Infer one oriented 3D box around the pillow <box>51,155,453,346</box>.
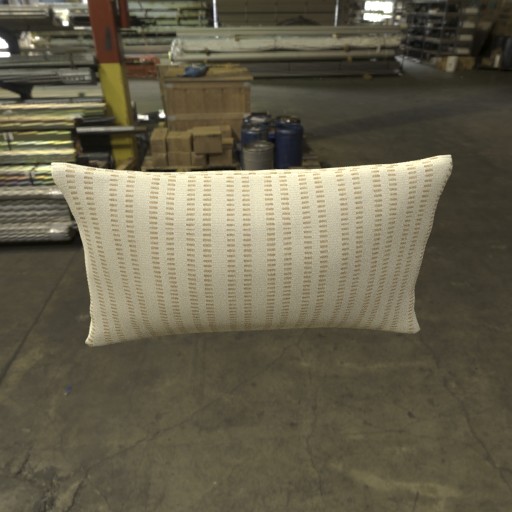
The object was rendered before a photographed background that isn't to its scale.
[{"bbox_3d":[0.000,0.000,0.781,0.640,0.353,0.210,-2,29,-3],"label":"pillow"}]
